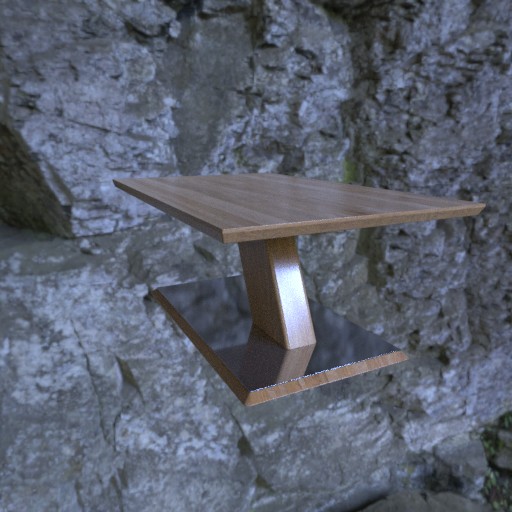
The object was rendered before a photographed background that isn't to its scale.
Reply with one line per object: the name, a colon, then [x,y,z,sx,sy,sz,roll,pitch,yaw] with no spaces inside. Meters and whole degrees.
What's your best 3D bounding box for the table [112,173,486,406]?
table: [0.000,0.000,1.453,0.692,0.441,1.100,-7,17,-26]
